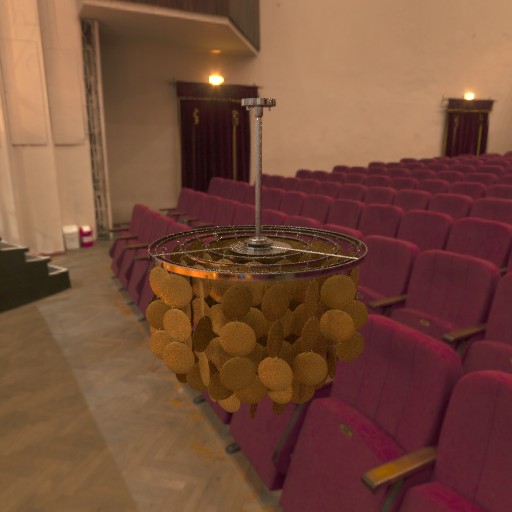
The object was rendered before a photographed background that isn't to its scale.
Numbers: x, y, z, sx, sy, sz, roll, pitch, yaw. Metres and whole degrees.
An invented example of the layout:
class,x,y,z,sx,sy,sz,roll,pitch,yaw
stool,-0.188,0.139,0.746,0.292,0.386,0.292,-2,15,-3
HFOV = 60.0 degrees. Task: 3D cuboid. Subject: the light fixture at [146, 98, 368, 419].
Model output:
class,x,y,z,sx,sy,sz,roll,pitch,yaw
light fixture,0.000,0.000,0.736,0.368,0.492,0.368,0,14,0
